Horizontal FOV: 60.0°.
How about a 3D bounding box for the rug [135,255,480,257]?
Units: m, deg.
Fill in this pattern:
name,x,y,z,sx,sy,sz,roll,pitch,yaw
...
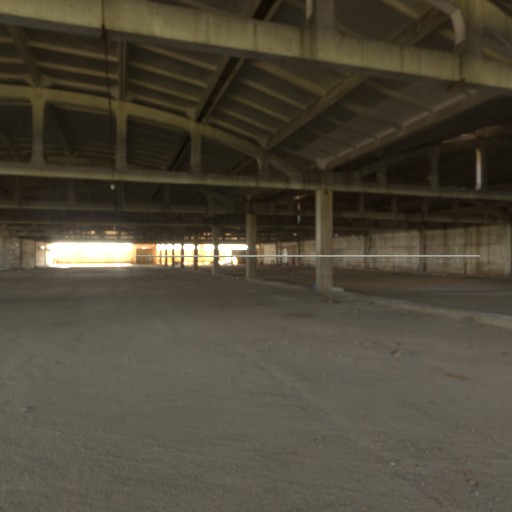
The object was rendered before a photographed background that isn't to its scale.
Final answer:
name,x,y,z,sx,sy,sz,roll,pitch,yaw
rug,0.000,0.000,3.077,1.523,0.008,2.438,0,0,-18
